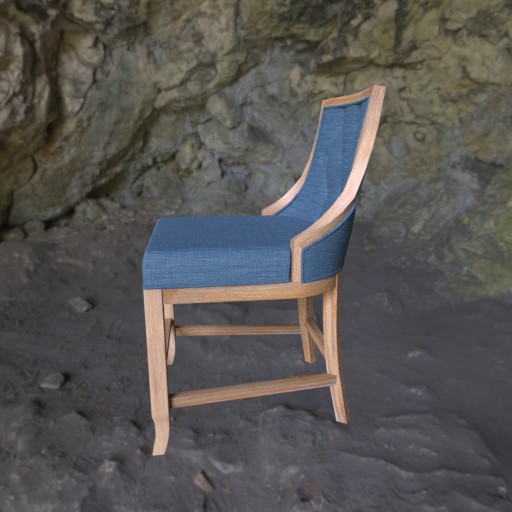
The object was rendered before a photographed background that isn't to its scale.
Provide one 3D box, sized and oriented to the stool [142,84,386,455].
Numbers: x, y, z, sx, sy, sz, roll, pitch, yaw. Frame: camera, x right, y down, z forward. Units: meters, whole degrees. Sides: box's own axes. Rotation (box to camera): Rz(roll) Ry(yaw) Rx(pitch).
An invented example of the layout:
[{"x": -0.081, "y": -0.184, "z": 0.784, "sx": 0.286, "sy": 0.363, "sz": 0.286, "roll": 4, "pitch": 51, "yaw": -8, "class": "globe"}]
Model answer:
[{"x": 0.000, "y": 0.000, "z": 1.345, "sx": 0.626, "sy": 0.938, "sz": 0.524, "roll": -2, "pitch": 15, "yaw": -8, "class": "stool"}]
